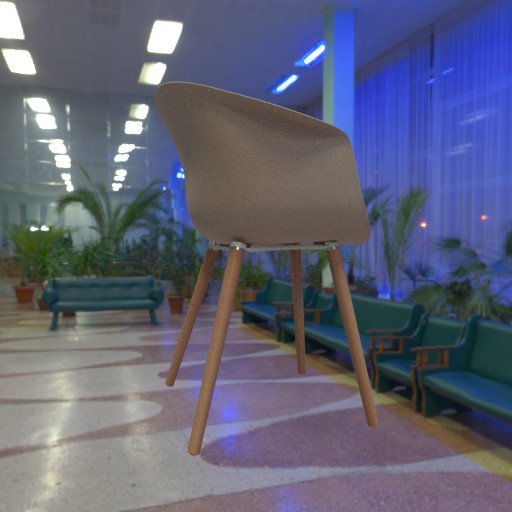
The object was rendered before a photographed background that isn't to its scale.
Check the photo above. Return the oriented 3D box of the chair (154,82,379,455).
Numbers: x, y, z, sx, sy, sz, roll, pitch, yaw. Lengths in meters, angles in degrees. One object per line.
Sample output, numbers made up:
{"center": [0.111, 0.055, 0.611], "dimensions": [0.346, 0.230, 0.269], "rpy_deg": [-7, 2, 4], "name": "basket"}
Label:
{"center": [0.000, 0.000, 1.143], "dimensions": [0.504, 0.781, 0.593], "rpy_deg": [-1, 2, -17], "name": "chair"}
